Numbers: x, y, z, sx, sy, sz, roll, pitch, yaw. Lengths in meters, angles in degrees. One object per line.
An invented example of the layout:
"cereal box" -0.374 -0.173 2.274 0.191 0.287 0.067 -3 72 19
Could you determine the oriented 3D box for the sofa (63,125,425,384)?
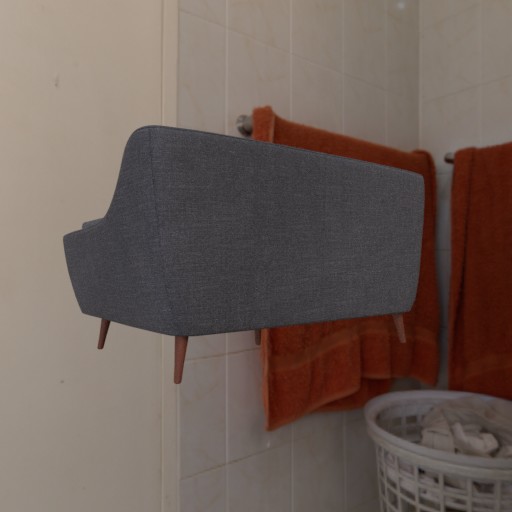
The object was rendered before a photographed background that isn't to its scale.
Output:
"sofa" 0.000 0.000 2.226 1.646 0.887 0.976 0 -1 -36
